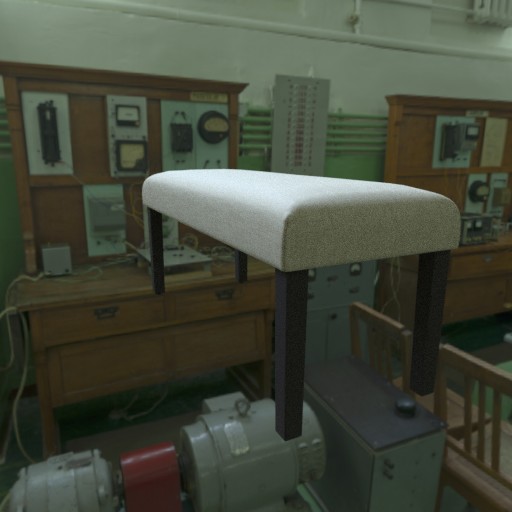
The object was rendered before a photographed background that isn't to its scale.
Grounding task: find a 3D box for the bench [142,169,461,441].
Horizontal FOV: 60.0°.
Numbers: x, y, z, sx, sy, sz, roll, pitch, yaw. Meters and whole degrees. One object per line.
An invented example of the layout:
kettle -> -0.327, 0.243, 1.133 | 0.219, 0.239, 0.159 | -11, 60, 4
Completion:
bench -> 0.000, 0.000, 1.259 | 0.407, 0.456, 1.013 | -7, 15, -26
